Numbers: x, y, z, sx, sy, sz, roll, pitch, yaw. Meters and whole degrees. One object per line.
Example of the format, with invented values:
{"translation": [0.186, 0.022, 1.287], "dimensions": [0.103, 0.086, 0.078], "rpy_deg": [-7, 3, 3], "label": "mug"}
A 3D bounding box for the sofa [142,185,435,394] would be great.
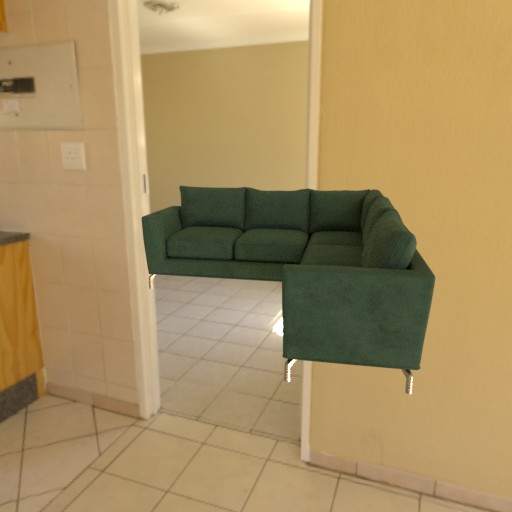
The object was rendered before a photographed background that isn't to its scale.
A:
{"translation": [0.000, 0.000, 3.848], "dimensions": [2.468, 1.004, 2.452], "rpy_deg": [3, 14, 11], "label": "sofa"}
